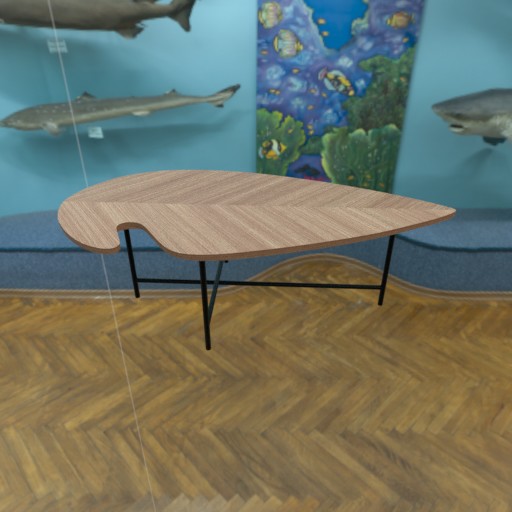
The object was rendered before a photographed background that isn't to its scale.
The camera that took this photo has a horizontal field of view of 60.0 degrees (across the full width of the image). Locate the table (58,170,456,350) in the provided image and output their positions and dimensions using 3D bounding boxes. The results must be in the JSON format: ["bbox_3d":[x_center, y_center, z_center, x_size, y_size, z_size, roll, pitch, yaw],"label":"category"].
[{"bbox_3d":[0.000,0.000,1.446,1.199,0.360,0.598,2,31,3],"label":"table"}]
